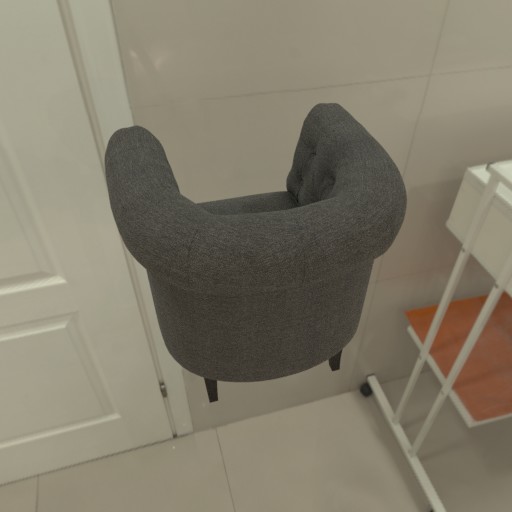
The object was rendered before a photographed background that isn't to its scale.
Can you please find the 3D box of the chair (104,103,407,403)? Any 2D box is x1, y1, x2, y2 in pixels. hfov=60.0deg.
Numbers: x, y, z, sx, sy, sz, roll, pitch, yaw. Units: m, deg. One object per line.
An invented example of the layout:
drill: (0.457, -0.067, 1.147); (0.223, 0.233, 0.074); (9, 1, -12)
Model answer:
chair: (0.000, 0.000, 1.598); (0.905, 0.827, 0.852); (-11, 43, -12)
